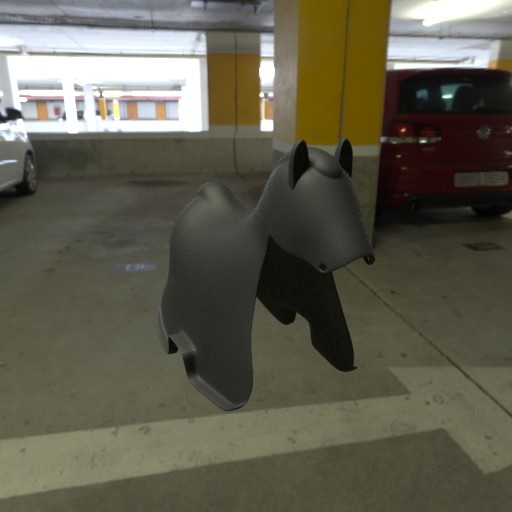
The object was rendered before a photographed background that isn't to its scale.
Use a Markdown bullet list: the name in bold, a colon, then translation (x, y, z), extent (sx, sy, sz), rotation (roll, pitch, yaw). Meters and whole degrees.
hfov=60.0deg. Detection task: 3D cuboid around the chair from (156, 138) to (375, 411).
- **chair**: translation (0.000, 0.000, 1.150), extent (0.429, 0.612, 0.800), rotation (-9, 20, -27)
